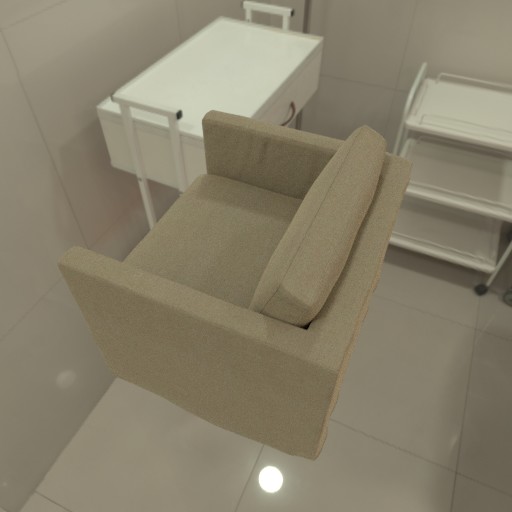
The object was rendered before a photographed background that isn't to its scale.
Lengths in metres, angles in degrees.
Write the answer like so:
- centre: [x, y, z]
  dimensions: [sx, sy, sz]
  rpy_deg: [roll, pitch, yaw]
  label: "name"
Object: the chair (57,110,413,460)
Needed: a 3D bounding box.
- centre: [0.000, 0.000, 1.760]
  dimensions: [0.949, 0.863, 1.057]
  rpy_deg: [18, 50, 16]
  label: "chair"
